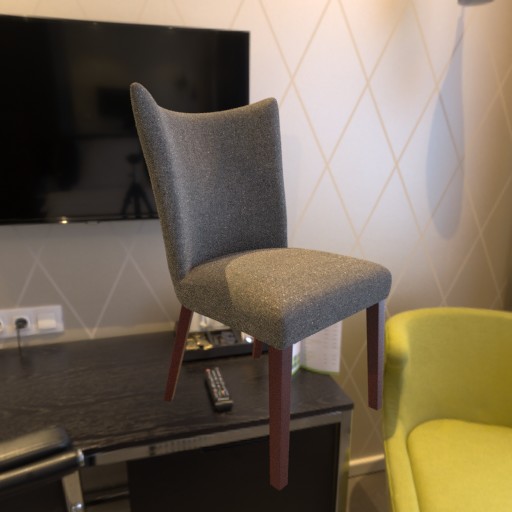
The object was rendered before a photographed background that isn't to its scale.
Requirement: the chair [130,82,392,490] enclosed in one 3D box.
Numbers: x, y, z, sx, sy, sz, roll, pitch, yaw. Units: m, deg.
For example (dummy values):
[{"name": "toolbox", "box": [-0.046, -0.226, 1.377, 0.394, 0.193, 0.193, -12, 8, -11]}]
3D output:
[{"name": "chair", "box": [0.000, 0.000, 1.279, 0.623, 0.924, 0.535, 14, 20, 43]}]
